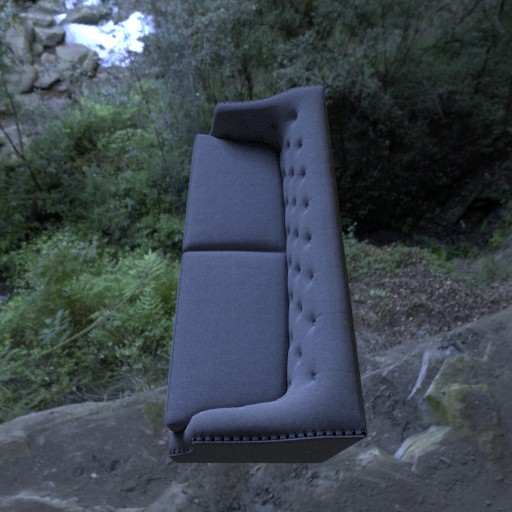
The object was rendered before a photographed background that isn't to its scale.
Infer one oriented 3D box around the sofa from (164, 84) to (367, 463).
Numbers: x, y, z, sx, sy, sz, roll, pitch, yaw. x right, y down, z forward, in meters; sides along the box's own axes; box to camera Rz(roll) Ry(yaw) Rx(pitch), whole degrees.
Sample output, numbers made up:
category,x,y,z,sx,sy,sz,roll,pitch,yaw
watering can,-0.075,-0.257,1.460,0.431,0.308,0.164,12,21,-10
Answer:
category,x,y,z,sx,sy,sz,roll,pitch,yaw
sofa,0.000,0.000,2.715,0.914,0.901,2.235,0,58,0
